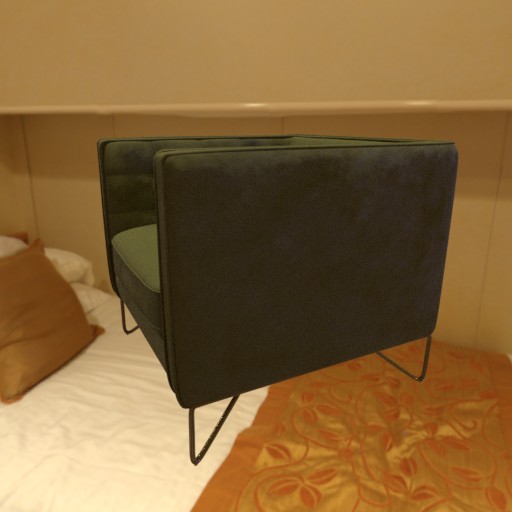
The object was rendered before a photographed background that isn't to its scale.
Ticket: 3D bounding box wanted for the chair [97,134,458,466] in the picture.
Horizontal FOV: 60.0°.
[{"bbox_3d":[0.000,0.000,1.539,0.894,0.790,0.880,-9,19,-26],"label":"chair"}]
